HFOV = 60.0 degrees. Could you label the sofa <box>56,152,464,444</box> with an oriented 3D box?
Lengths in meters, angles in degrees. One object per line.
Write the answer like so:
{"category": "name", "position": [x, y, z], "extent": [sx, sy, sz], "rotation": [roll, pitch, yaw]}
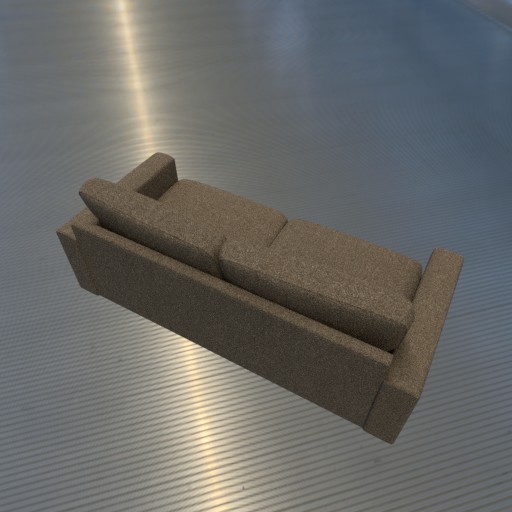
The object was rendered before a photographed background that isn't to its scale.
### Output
{"category": "sofa", "position": [0.000, 0.000, 2.662], "extent": [2.179, 0.873, 1.016], "rotation": [22, 50, 20]}
